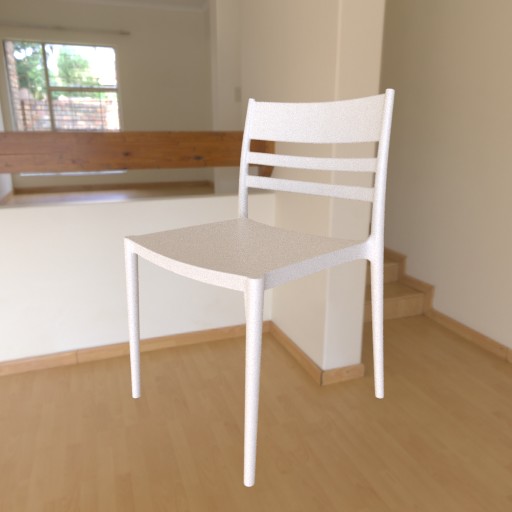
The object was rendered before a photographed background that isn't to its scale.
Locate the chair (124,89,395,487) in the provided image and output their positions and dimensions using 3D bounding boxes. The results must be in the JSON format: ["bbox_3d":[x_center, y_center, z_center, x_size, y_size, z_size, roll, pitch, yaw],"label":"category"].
[{"bbox_3d":[0.000,0.000,1.133,0.531,0.800,0.511,15,22,43],"label":"chair"}]
